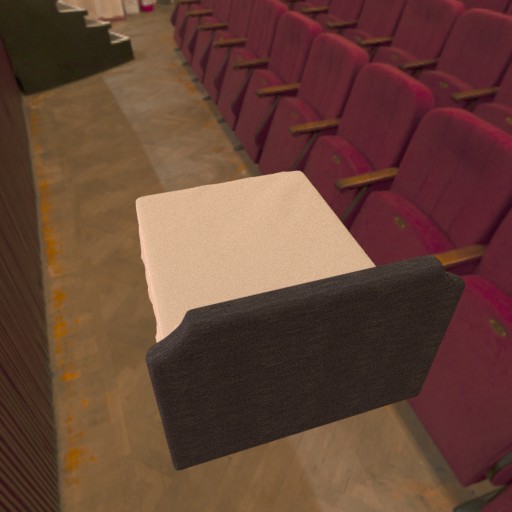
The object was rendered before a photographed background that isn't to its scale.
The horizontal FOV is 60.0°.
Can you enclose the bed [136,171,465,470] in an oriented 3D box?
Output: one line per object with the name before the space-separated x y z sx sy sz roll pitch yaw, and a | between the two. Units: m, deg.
bed | 0.000 0.000 3.190 1.693 1.290 2.116 -12 42 -13
